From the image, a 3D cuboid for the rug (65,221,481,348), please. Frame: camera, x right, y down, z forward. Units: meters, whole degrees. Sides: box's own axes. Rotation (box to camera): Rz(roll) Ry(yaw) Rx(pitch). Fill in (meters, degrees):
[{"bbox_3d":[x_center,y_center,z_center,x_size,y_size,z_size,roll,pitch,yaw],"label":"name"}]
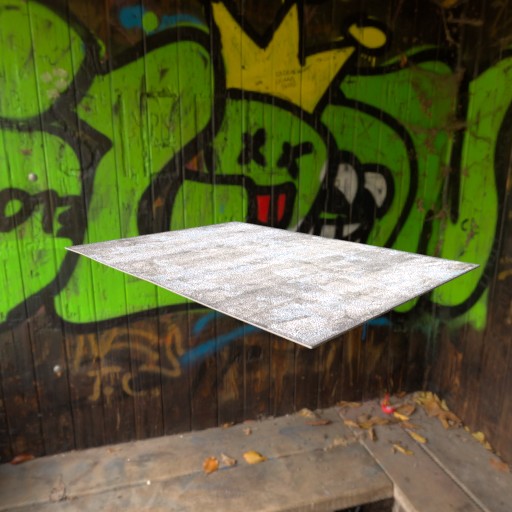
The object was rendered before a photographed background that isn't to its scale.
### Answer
[{"bbox_3d":[0.000,0.000,4.297,2.393,0.013,3.307,-13,19,-43],"label":"rug"}]
